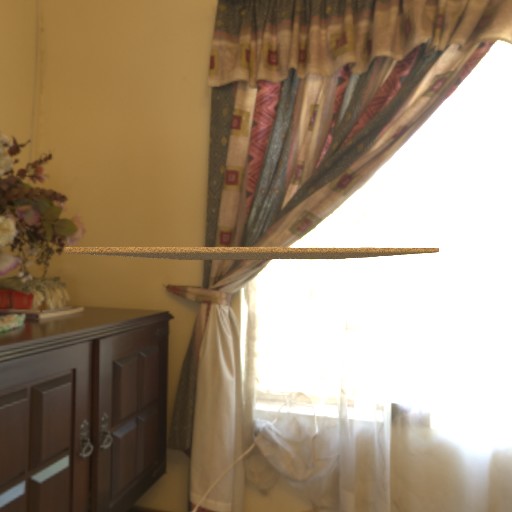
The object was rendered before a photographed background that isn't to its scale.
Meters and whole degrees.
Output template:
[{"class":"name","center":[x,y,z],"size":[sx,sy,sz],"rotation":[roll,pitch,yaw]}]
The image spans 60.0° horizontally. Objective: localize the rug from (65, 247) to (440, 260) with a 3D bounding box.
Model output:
[{"class":"rug","center":[0.000,0.000,2.941],"size":[1.500,0.025,2.346],"rotation":[0,-1,1]}]
